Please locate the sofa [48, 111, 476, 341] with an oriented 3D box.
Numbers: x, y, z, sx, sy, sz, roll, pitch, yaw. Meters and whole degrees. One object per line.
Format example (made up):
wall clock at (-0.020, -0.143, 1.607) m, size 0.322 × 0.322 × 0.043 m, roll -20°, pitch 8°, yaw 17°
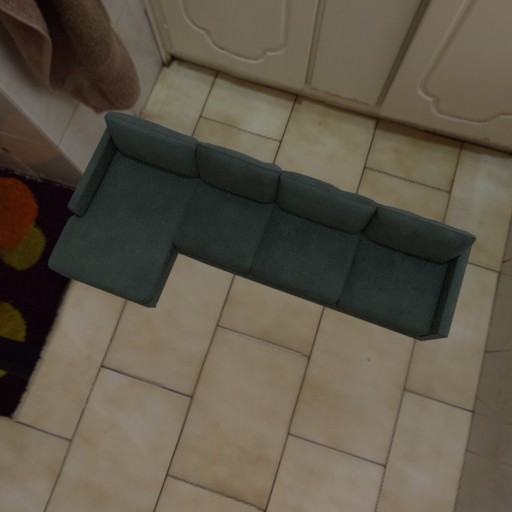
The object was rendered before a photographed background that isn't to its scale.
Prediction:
sofa at (0.000, 0.000, 3.942) m, size 3.400 × 0.967 × 1.500 m, roll 20°, pitch 77°, yaw 5°
